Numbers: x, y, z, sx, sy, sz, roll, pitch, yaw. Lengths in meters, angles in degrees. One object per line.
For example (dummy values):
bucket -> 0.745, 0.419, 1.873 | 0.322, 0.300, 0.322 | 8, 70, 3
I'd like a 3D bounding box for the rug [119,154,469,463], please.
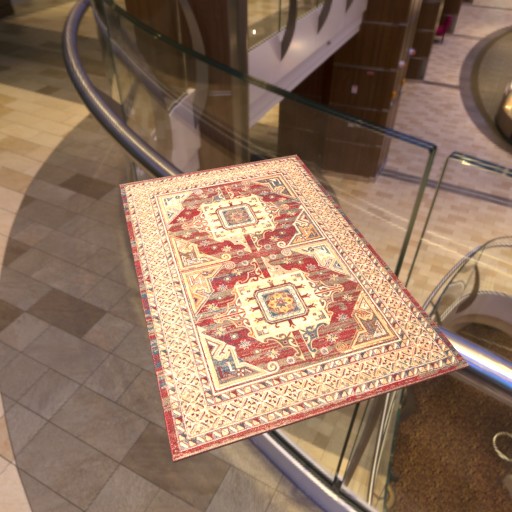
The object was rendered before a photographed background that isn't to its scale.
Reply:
rug -> 0.000, 0.000, 5.763 | 3.033, 0.033, 4.578 | -13, 43, -14
